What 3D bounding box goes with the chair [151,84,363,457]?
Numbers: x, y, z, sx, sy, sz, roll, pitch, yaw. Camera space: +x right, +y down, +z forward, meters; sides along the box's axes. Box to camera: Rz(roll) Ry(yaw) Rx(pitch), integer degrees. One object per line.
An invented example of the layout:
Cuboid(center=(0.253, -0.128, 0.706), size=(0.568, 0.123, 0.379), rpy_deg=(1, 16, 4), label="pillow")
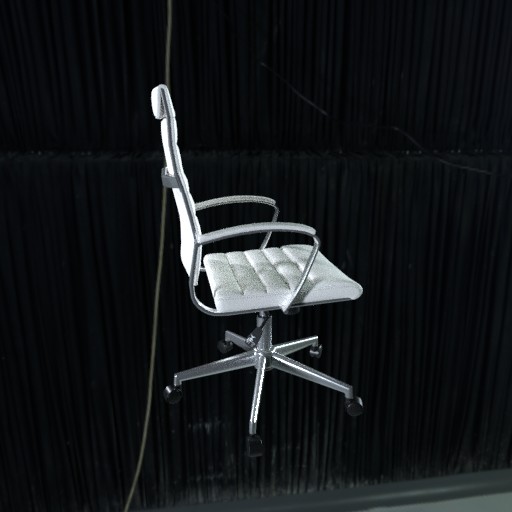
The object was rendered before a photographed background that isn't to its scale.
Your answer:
Cuboid(center=(0.000, 0.000, 1.644), size=(0.739, 1.149, 0.766), rpy_deg=(-3, 17, -11), label="chair")
